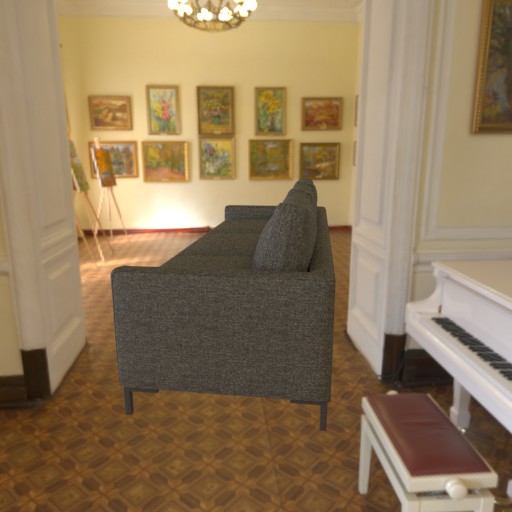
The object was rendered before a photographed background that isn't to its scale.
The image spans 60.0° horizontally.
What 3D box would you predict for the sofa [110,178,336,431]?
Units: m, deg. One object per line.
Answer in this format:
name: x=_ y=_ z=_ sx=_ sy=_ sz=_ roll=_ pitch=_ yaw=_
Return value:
sofa: x=0.000 y=0.000 z=2.736 sx=0.876 sy=0.879 sz=2.253 roll=2 pitch=13 yaw=8
